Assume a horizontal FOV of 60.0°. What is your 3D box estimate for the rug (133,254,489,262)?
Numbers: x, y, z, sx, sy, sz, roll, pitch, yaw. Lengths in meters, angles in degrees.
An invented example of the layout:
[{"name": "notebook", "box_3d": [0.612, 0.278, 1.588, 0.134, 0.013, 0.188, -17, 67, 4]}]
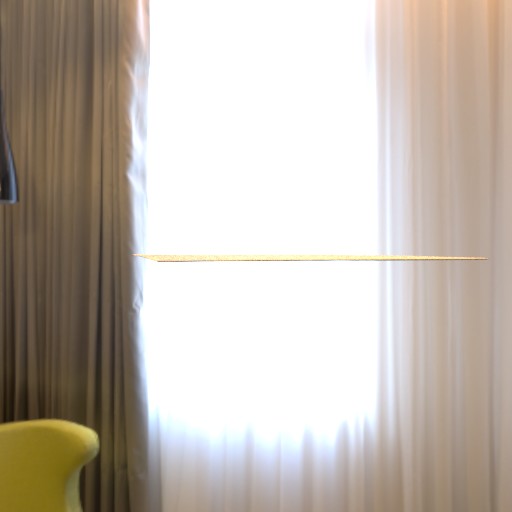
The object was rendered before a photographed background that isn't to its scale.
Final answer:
[{"name": "rug", "box_3d": [0.000, 0.000, 3.004, 1.529, 0.012, 2.435, 0, 1, -17]}]
